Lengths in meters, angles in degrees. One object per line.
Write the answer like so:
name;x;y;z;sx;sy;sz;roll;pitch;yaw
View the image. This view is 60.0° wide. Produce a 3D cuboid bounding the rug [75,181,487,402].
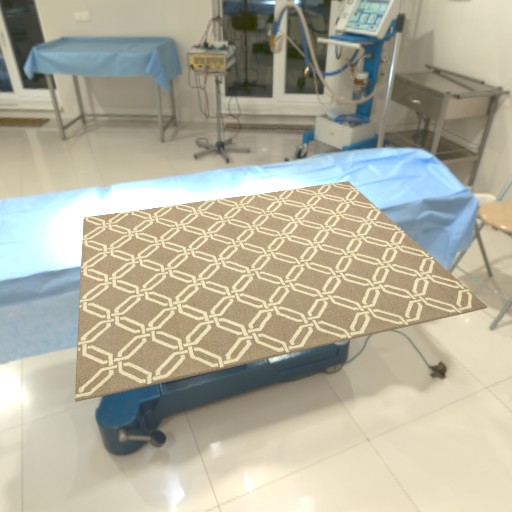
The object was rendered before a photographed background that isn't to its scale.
rug;0.000;0.000;3.835;2.895;0.018;2.288;-10;36;-14
